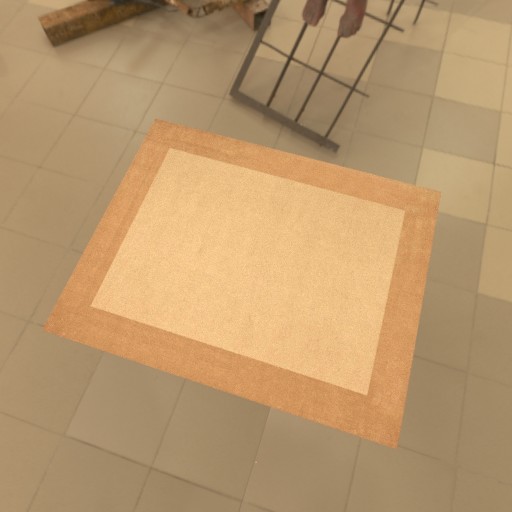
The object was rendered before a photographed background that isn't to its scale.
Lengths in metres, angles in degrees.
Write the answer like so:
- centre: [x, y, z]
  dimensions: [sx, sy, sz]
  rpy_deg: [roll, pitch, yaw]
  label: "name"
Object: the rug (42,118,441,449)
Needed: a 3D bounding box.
- centre: [0.000, 0.000, 4.068]
  dimensions: [3.048, 0.014, 2.438]
  rpy_deg: [16, 66, 7]
  label: "rug"
